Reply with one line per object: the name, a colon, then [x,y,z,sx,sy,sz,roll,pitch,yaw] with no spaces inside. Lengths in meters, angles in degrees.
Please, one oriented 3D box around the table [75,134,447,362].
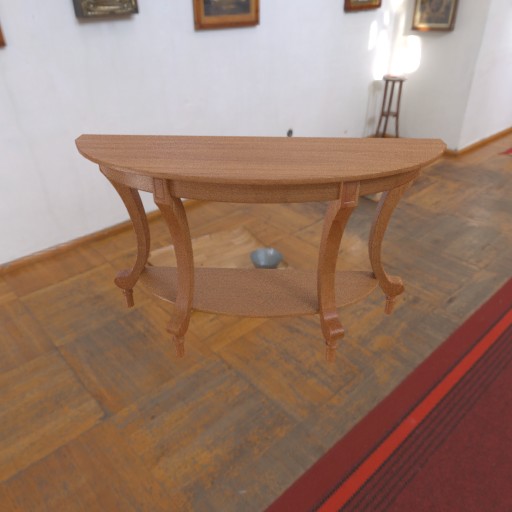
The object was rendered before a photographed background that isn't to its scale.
table: [0.000,0.000,1.482,1.198,0.692,0.394,1,31,2]
